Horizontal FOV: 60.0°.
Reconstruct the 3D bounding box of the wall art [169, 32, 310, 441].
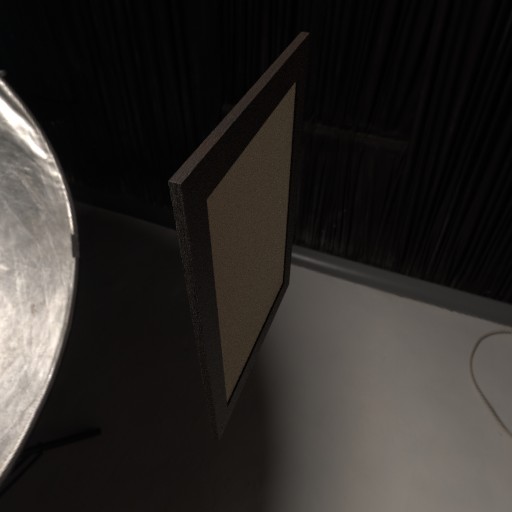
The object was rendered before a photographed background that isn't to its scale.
[{"bbox_3d":[0.000,0.000,0.652,0.013,0.508,0.359,16,48,15],"label":"wall art"}]
